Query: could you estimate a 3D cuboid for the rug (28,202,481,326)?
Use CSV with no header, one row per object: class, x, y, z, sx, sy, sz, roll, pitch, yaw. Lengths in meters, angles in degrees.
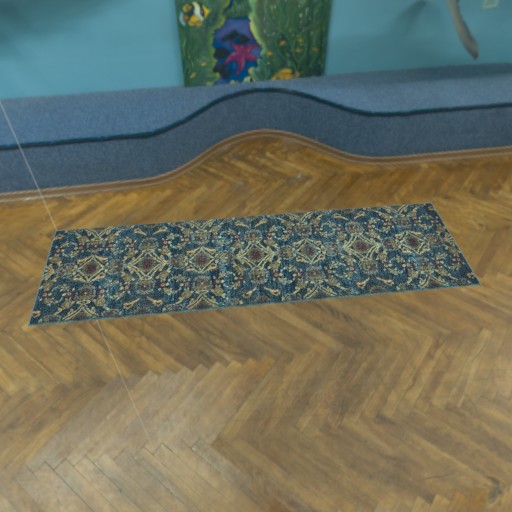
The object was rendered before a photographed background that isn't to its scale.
rug,0.000,0.000,2.458,2.292,0.014,0.685,-5,46,-4
